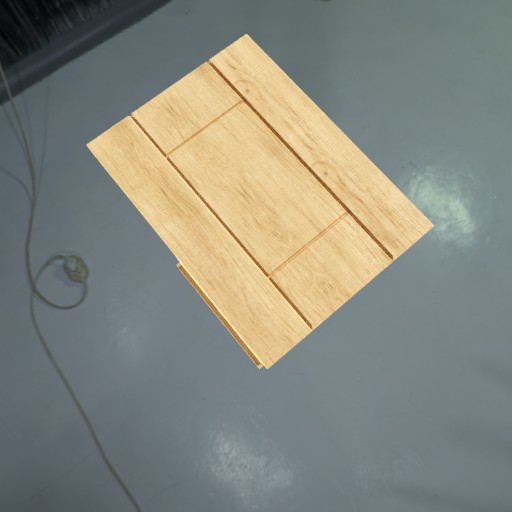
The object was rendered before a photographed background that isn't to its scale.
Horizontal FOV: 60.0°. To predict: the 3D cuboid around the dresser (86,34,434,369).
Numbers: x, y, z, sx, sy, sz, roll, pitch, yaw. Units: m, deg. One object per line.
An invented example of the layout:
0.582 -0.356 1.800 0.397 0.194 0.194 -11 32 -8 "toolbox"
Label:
0.000 0.000 1.317 0.390 1.041 0.531 -39 79 -9 "dresser"
